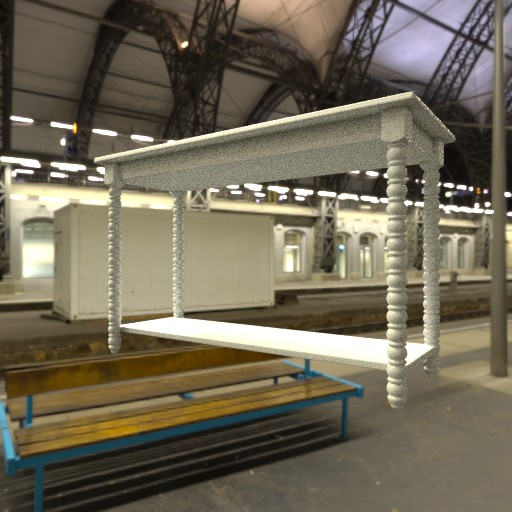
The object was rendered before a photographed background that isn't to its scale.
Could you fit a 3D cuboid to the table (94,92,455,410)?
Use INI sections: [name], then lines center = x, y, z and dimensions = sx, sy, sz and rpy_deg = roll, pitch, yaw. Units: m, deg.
[table]
center = 0.000, 0.000, 1.516
dimensions = 1.184, 0.740, 0.459
rpy_deg = 0, 0, 35
